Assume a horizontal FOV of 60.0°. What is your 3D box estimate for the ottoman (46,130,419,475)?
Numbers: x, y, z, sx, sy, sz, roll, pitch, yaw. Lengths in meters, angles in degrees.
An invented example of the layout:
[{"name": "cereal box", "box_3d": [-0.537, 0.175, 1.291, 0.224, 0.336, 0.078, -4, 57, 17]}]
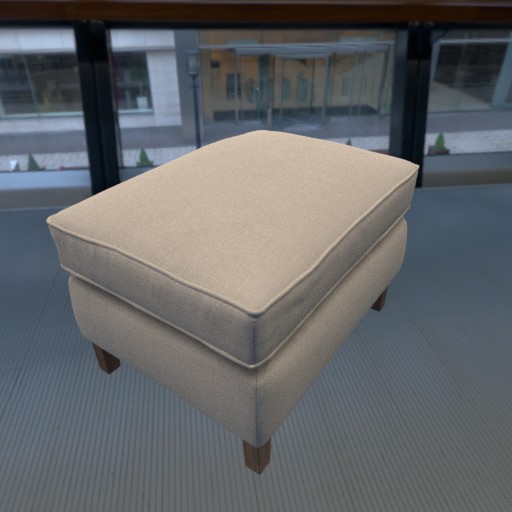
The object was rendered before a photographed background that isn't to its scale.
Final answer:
[{"name": "ottoman", "box_3d": [0.000, 0.000, 0.975, 0.501, 0.456, 0.665, 21, 38, 29]}]
